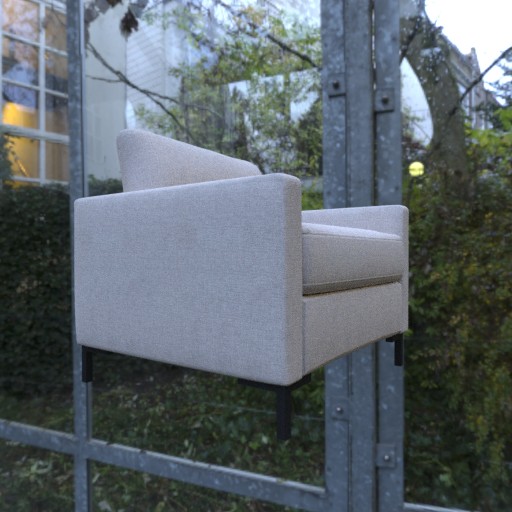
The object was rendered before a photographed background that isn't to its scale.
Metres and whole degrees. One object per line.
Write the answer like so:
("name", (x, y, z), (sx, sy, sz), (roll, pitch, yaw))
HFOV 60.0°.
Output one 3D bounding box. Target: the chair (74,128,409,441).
("chair", (0.000, 0.000, 1.625), (0.866, 0.861, 0.963), (0, 0, 36))
